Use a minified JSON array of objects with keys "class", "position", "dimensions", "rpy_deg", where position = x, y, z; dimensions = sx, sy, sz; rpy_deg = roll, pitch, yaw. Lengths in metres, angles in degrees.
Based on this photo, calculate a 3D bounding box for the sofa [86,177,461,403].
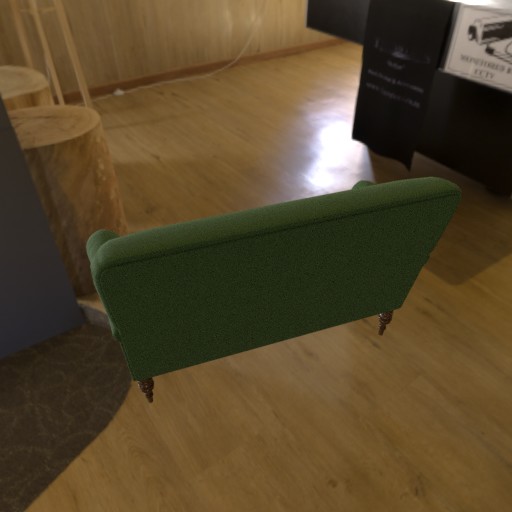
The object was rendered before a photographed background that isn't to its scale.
[{"class":"sofa","position":[0.000,0.000,1.845],"dimensions":[1.297,0.889,0.779],"rpy_deg":[-13,42,-14]}]
